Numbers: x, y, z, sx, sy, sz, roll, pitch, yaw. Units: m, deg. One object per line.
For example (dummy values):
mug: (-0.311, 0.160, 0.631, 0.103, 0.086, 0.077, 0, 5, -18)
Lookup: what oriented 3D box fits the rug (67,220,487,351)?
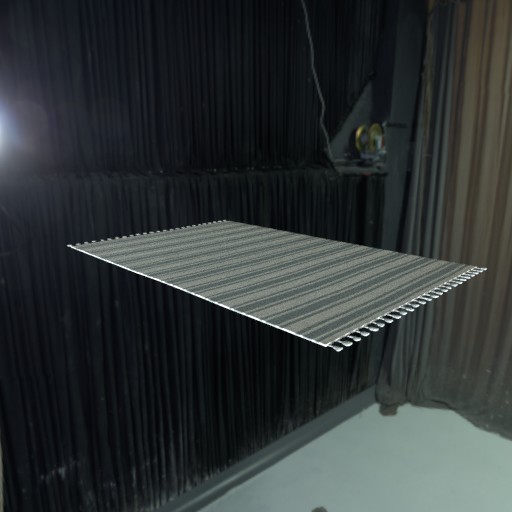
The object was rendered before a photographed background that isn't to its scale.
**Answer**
rug: (0.000, 0.000, 2.963, 1.539, 0.011, 2.410, -14, 20, -43)
